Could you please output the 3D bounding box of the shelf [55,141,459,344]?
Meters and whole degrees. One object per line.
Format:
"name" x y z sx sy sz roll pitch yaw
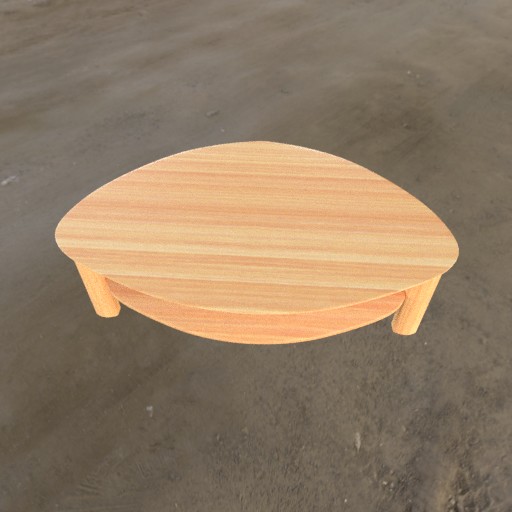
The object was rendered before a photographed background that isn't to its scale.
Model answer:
"shelf" 0.000 0.000 1.618 1.246 0.440 0.845 3 46 3
